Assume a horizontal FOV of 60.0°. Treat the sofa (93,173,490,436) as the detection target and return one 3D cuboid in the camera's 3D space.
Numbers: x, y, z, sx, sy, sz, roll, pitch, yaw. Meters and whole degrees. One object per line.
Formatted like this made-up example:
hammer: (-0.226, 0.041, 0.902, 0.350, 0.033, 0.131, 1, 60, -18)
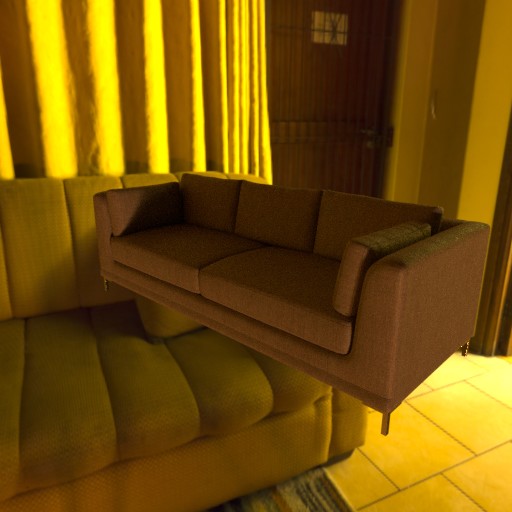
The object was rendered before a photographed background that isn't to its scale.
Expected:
sofa: (0.000, 0.000, 2.826, 2.415, 0.867, 0.969, 16, 23, 42)
